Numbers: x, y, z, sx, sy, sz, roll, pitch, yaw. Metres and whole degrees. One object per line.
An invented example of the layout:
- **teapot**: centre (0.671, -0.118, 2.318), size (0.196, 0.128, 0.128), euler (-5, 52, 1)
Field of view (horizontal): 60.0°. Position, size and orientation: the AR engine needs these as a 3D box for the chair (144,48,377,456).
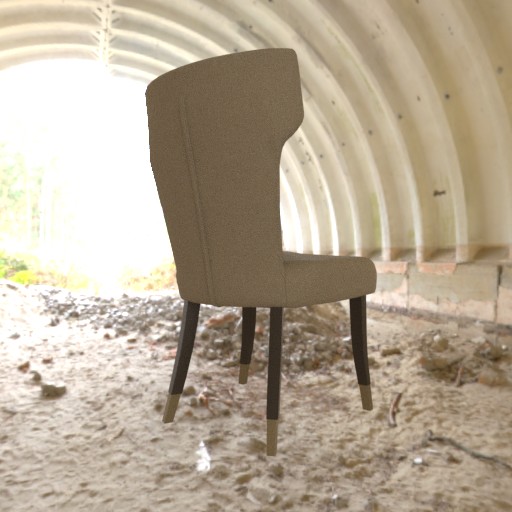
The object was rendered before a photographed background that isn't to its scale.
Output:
- **chair**: centre (0.000, 0.000, 1.318), size (0.526, 0.955, 0.630), euler (0, -1, 36)
